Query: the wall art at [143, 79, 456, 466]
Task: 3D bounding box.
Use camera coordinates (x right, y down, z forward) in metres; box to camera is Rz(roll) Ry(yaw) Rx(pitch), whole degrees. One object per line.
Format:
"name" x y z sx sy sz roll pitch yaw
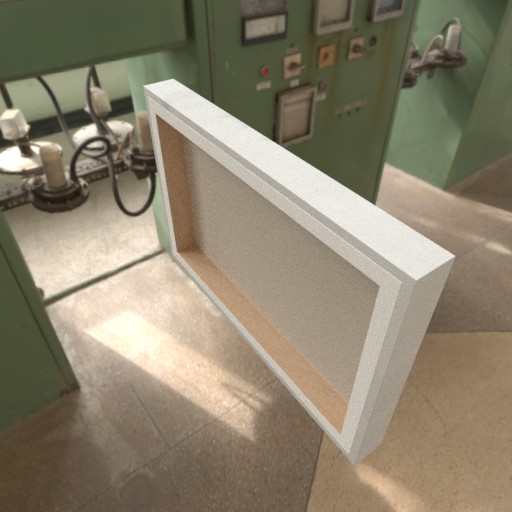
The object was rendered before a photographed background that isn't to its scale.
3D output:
"wall art" 0.000 0.000 0.472 0.038 0.254 0.381 -25 47 -26
